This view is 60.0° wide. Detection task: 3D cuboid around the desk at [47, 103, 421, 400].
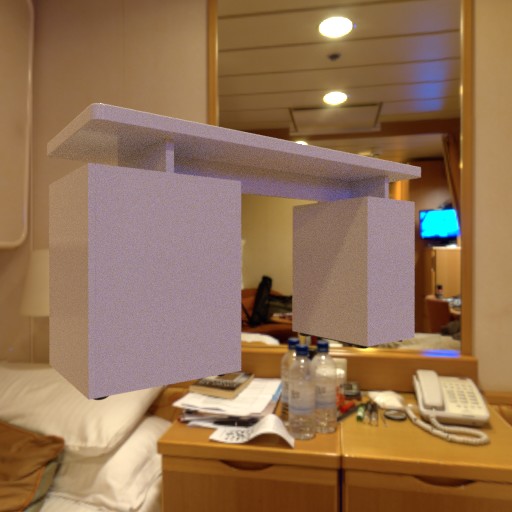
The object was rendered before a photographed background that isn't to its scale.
[{"bbox_3d":[0.000,0.000,1.725,1.400,0.762,0.550,0,0,-37],"label":"desk"}]
